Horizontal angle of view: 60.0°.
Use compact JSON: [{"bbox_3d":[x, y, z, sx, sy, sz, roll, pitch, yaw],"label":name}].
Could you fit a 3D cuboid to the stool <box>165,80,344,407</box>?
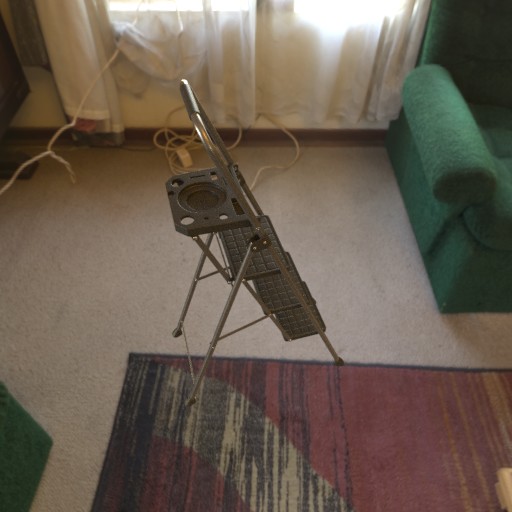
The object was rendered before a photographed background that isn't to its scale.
[{"bbox_3d":[0.000,0.000,1.604,0.733,1.277,0.396,-12,49,-11],"label":"stool"}]
